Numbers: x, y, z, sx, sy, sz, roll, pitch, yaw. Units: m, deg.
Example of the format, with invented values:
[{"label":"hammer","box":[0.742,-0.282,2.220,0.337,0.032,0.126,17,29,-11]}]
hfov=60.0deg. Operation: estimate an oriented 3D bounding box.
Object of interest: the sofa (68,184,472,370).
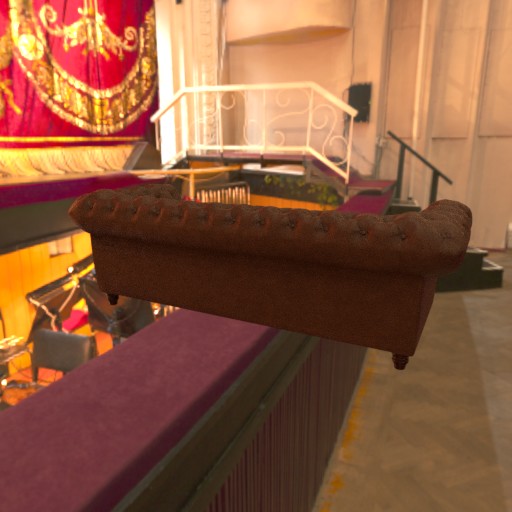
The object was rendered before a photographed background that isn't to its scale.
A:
[{"label":"sofa","box":[0.000,0.000,2.786,2.385,0.783,0.944,8,17,26]}]
